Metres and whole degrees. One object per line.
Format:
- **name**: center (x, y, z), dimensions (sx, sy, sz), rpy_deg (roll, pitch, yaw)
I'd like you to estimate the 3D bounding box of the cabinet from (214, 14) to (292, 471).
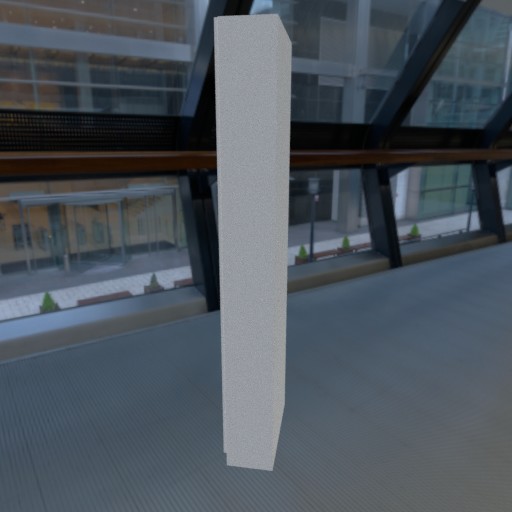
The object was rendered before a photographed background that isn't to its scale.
- **cabinet**: center (0.000, 0.000, 1.944), dimensions (0.230, 1.790, 0.500), rpy_deg (3, 16, 9)
